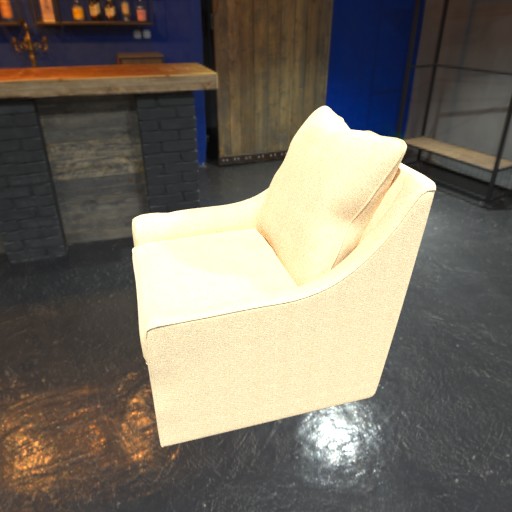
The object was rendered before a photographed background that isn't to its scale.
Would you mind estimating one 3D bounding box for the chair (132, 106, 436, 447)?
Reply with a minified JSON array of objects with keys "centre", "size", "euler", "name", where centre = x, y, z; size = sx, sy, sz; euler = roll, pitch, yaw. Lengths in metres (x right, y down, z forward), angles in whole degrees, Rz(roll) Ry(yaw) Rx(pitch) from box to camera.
[{"centre":[0.000,0.000,1.617],"size":[0.876,0.927,0.760],"euler":[-8,30,-14],"name":"chair"}]
